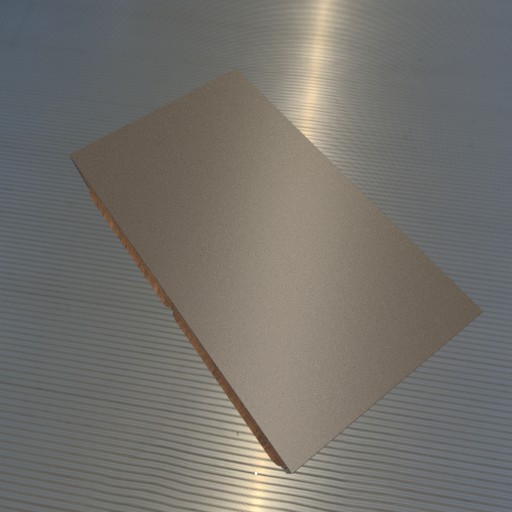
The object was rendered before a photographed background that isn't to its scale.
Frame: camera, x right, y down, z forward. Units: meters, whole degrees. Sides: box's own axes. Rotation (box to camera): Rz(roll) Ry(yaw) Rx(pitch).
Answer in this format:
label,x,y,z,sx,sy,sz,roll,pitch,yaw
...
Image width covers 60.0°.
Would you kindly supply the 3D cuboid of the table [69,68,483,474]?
label,x,y,z,sx,sy,sz,roll,pitch,yaw
table,0.000,0.000,1.548,0.703,0.404,1.201,-34,69,-15
